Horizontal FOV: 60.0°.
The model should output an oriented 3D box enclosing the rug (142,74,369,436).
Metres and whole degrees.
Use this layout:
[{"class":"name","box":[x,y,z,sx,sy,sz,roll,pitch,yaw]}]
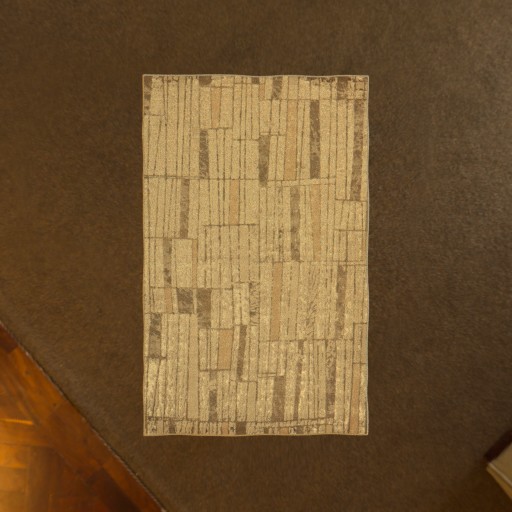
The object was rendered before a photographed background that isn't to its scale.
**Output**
[{"class":"rug","box":[0.000,0.000,3.001,1.531,0.023,2.444,0,91,-1]}]
